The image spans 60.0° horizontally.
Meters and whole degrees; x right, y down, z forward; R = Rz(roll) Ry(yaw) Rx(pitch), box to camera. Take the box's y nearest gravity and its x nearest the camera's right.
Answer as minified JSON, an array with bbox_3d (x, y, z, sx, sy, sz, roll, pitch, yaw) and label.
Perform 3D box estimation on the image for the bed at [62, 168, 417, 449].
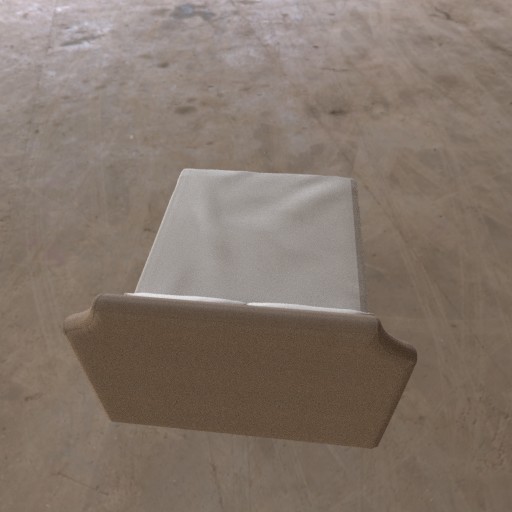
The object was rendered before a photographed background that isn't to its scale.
[{"bbox_3d":[0.000,0.000,3.270,1.828,1.303,2.164,4,46,4],"label":"bed"}]
